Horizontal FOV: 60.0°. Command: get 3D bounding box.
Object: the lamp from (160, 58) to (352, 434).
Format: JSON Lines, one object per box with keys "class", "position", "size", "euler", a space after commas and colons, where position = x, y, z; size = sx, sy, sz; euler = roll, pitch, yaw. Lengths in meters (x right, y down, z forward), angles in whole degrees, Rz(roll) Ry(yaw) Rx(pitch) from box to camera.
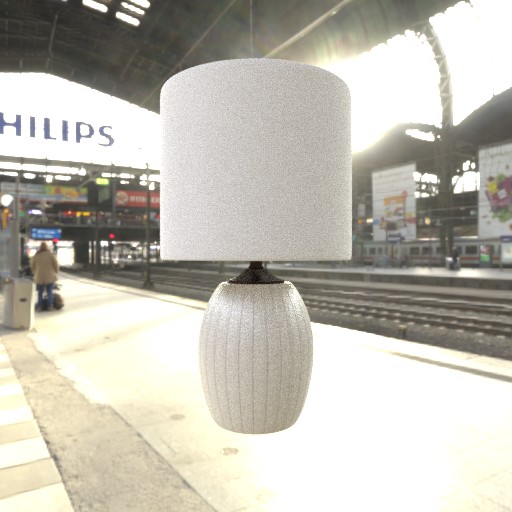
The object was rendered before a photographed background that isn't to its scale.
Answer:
{"class": "lamp", "position": [0.000, 0.000, 0.776], "size": [0.328, 0.570, 0.328], "euler": [0, 0, 0]}
